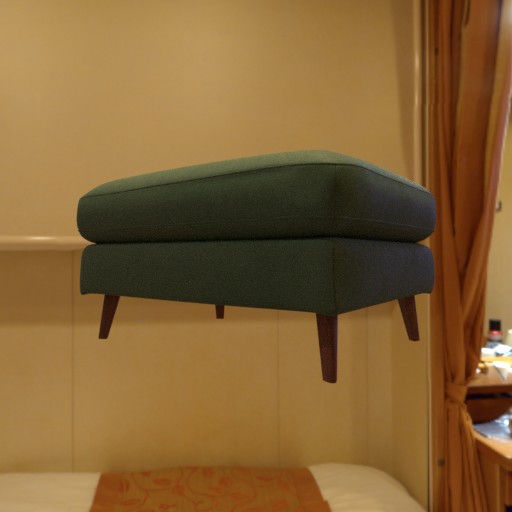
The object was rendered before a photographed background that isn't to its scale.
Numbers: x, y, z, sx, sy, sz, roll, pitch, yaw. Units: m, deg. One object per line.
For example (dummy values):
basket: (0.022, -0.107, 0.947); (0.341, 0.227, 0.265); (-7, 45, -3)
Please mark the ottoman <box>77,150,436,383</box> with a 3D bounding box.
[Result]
ottoman: (0.000, 0.000, 1.195); (0.811, 0.449, 0.608); (0, 0, 37)
